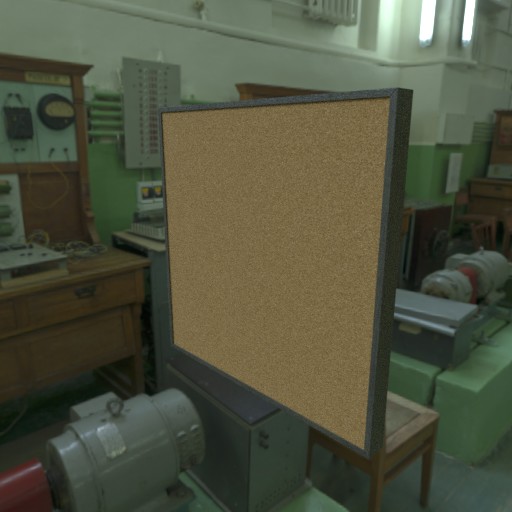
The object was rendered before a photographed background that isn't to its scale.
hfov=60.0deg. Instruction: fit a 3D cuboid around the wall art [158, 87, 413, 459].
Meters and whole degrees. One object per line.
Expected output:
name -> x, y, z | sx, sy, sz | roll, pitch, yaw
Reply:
wall art -> 0.000, 0.000, 0.765 | 0.037, 0.507, 0.507 | -14, 21, -43
